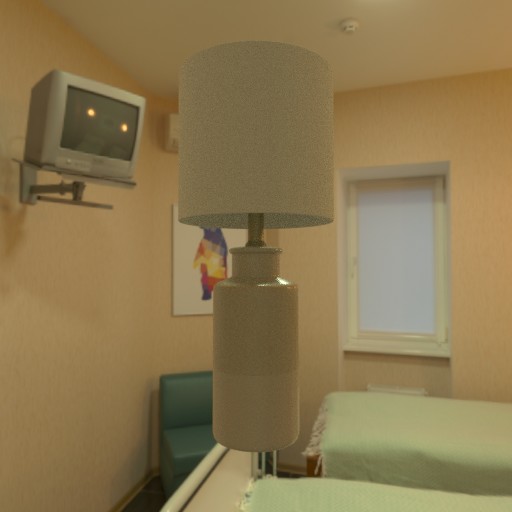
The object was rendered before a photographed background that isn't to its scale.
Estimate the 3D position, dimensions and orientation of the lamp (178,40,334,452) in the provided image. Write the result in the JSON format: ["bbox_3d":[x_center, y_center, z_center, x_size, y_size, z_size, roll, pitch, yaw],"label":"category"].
[{"bbox_3d":[0.000,0.000,0.610,0.212,0.493,0.212,0,-2,-16],"label":"lamp"}]
